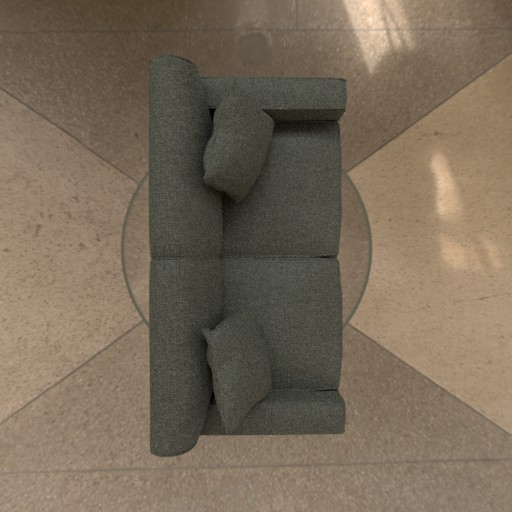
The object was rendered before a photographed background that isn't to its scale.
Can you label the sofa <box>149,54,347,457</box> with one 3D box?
[{"bbox_3d":[0.000,0.000,2.428,0.998,0.958,1.846,0,91,-1],"label":"sofa"}]
